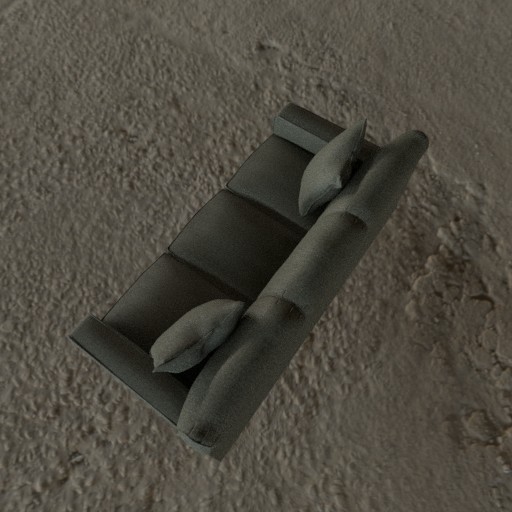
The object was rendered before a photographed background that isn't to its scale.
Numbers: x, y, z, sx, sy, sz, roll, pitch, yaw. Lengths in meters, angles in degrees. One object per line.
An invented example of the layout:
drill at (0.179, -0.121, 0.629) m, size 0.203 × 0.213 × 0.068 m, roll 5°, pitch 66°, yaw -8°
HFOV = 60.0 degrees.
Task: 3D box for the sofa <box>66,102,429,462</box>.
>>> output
sofa at (0.000, 0.000, 2.602) m, size 0.997 × 0.958 × 2.024 m, roll 33°, pitch 67°, yaw 16°
